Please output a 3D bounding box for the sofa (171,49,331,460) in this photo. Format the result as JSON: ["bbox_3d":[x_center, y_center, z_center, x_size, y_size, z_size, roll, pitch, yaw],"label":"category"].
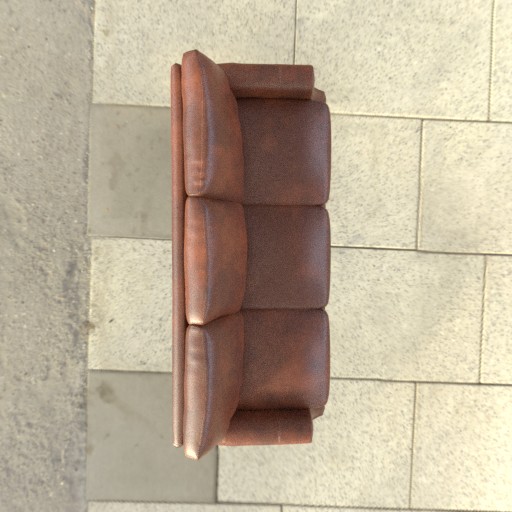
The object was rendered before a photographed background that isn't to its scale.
[{"bbox_3d":[0.000,0.000,2.821,0.973,0.977,2.351,0,92,0],"label":"sofa"}]
